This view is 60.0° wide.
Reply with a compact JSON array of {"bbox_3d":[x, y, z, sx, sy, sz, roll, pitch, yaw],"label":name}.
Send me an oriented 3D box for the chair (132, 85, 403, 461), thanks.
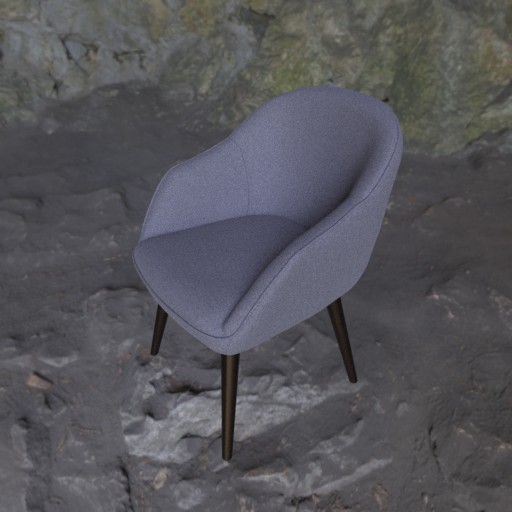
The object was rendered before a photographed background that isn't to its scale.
[{"bbox_3d":[0.000,0.000,1.221,0.611,0.810,0.589,-20,36,-29],"label":"chair"}]
